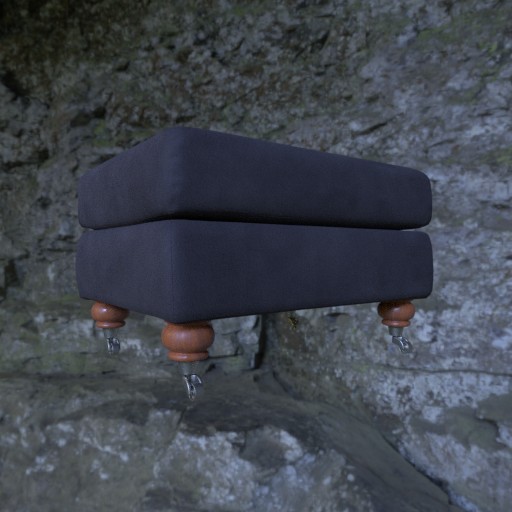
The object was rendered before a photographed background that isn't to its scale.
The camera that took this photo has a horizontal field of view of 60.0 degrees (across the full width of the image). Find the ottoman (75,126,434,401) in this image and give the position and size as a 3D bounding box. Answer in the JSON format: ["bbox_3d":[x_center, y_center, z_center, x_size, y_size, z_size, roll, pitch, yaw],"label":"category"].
[{"bbox_3d":[0.000,0.000,1.148,0.773,0.497,0.574,0,1,-36],"label":"ottoman"}]
